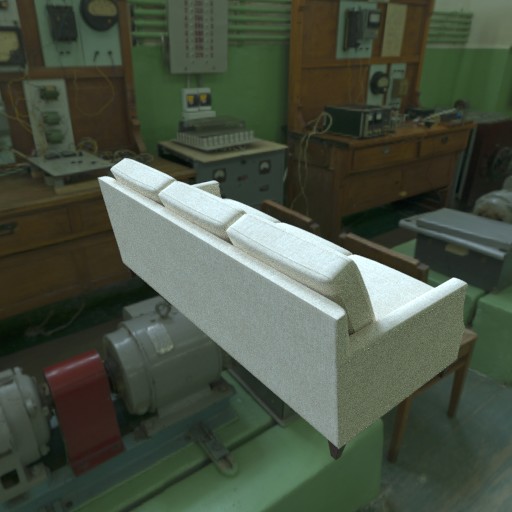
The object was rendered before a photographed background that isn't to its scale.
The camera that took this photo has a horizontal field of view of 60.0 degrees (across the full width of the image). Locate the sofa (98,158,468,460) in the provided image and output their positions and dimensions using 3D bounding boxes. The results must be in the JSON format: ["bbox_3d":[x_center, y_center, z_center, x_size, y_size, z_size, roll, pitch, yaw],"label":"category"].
[{"bbox_3d":[0.000,0.000,2.718,1.041,0.940,2.210,-19,32,-34],"label":"sofa"}]
